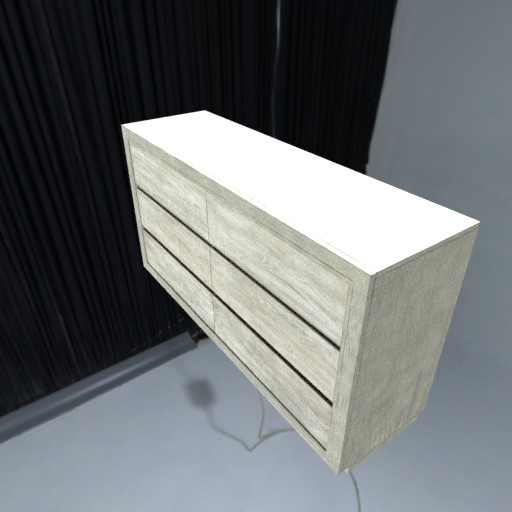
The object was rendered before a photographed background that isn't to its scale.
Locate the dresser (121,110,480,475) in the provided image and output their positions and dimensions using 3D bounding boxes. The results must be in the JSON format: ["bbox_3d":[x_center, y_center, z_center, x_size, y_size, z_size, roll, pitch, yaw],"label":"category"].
[{"bbox_3d":[0.000,0.000,1.999,0.483,0.889,1.628,-21,38,-30],"label":"dresser"}]
